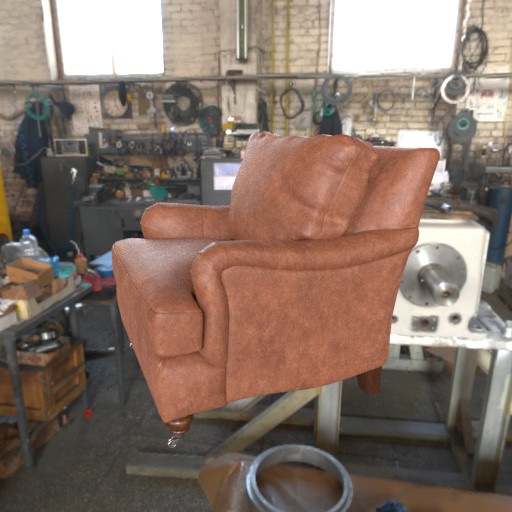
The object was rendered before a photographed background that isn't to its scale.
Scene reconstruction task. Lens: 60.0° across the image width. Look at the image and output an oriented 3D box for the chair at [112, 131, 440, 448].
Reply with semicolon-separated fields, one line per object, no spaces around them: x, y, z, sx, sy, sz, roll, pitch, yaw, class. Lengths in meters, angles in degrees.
0.000;0.000;1.950;1.158;1.055;0.986;-7;17;-24;chair
